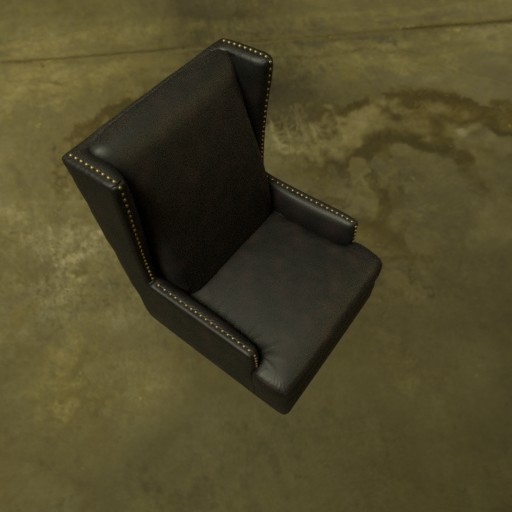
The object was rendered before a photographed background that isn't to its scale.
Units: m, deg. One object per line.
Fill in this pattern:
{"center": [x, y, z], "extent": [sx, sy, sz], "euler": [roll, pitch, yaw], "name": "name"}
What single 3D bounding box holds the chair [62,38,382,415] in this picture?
{"center": [0.000, 0.000, 1.653], "extent": [0.799, 1.142, 0.703], "euler": [33, 64, 18], "name": "chair"}
